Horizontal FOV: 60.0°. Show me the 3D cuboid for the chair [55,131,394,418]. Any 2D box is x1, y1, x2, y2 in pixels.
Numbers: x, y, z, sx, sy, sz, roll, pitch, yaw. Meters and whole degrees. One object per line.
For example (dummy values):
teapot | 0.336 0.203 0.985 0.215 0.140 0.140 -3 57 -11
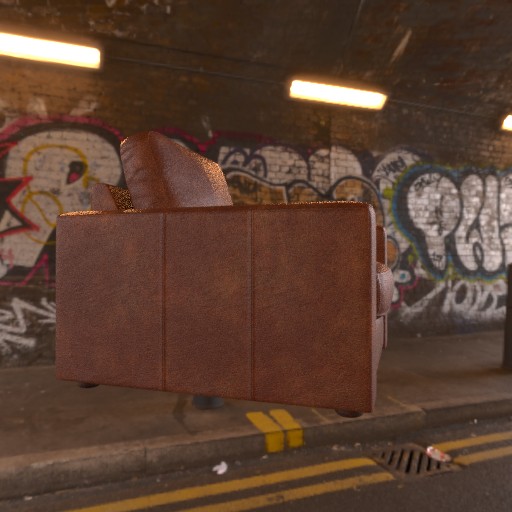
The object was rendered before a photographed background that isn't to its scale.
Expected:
chair | 0.000 0.000 1.715 1.016 0.873 1.005 0 0 18
